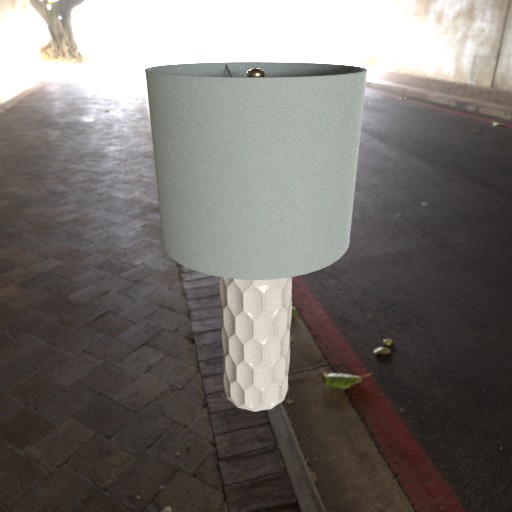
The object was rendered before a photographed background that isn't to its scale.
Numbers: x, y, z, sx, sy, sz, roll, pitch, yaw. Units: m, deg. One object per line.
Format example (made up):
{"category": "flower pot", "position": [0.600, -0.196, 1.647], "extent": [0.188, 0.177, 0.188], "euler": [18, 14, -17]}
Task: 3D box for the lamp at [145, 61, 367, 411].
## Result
{"category": "lamp", "position": [0.000, 0.000, 0.682], "extent": [0.277, 0.534, 0.277], "euler": [9, 28, 16]}
